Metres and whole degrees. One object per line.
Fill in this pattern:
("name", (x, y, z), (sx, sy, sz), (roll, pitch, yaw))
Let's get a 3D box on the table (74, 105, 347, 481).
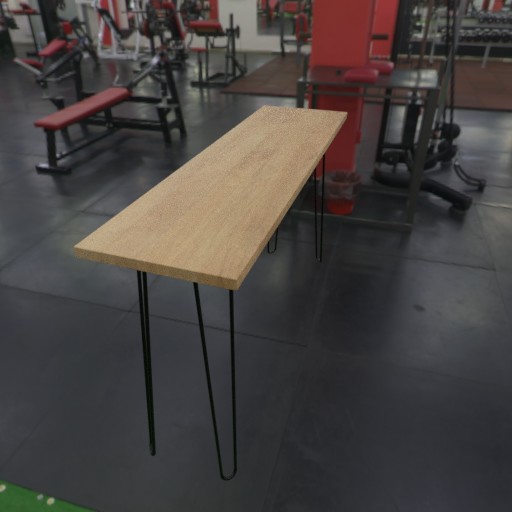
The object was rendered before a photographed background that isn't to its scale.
("table", (0.000, 0.000, 1.726), (0.399, 0.799, 1.400), (10, 34, 16))
